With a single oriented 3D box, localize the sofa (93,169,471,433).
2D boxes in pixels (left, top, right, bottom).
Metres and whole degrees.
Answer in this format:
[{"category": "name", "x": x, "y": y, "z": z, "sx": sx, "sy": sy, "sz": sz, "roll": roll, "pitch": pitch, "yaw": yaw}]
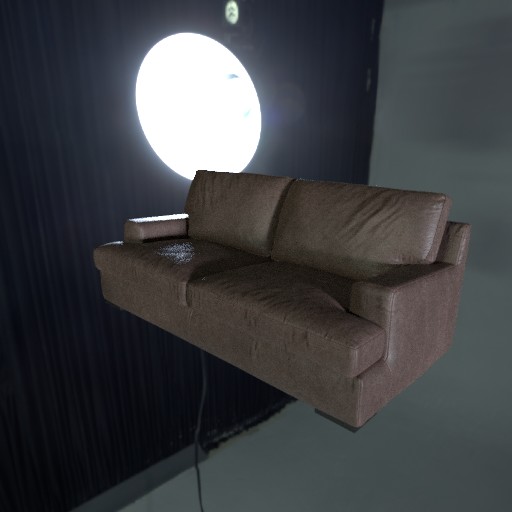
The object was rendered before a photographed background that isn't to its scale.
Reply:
[{"category": "sofa", "x": 0.000, "y": 0.000, "z": 2.821, "sx": 2.261, "sy": 0.941, "sz": 1.143, "roll": 15, "pitch": 22, "yaw": 42}]
